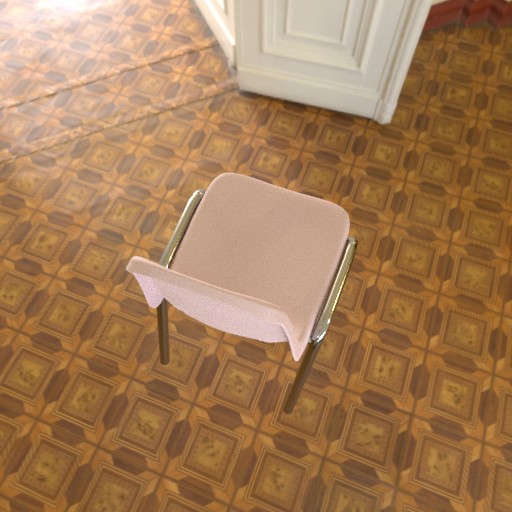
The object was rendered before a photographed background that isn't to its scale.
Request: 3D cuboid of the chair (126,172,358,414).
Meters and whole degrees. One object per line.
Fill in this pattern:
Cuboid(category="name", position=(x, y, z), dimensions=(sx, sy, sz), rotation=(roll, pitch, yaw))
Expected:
Cuboid(category="chair", position=(0.000, 0.000, 0.846), dimensions=(0.354, 0.586, 0.423), rotation=(19, 65, 9))
